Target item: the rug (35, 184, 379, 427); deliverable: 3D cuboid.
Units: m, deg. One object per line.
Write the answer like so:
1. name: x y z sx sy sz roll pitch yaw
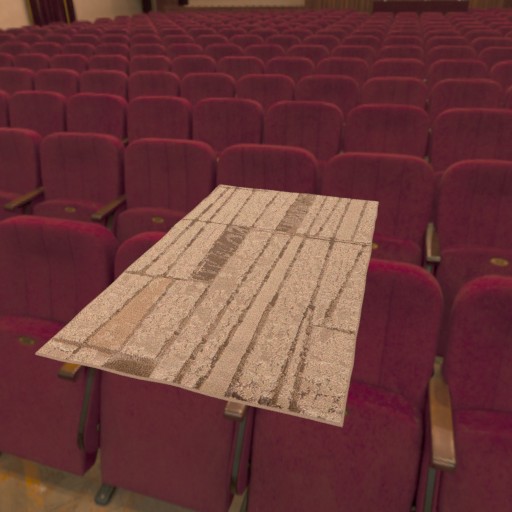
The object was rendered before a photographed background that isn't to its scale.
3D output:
1. rug: 0.000 0.000 1.040 0.515 0.007 0.867 8 30 15
